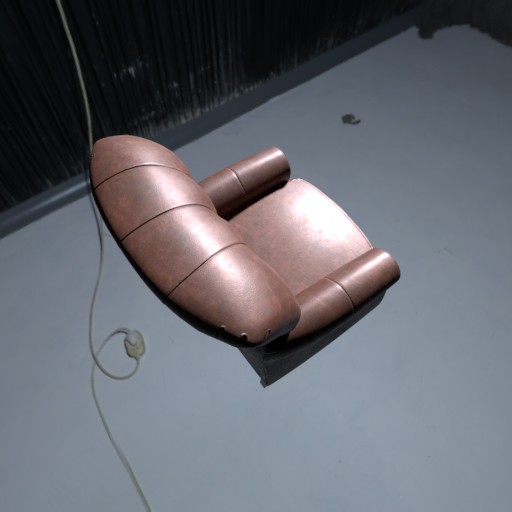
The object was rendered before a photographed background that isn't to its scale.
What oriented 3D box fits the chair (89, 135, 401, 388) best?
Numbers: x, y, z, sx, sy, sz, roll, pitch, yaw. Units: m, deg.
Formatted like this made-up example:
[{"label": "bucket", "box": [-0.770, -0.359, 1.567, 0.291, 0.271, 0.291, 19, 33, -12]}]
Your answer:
[{"label": "chair", "box": [0.000, 0.000, 1.964, 1.031, 1.162, 0.979, -32, 63, -18]}]
